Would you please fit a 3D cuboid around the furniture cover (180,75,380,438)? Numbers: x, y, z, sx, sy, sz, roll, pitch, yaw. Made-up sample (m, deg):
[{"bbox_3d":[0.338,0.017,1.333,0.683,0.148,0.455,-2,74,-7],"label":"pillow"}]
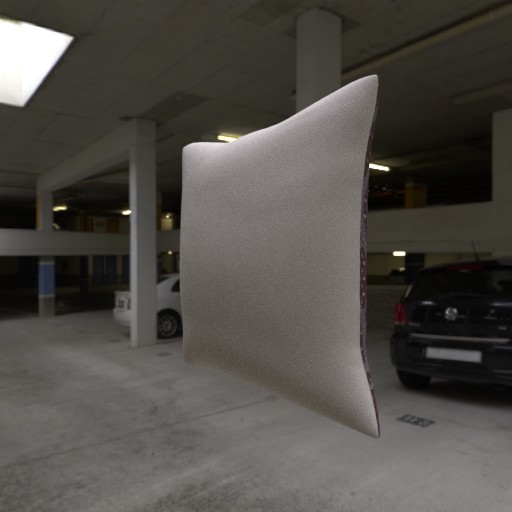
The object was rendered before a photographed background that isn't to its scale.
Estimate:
[{"bbox_3d":[0.000,0.000,0.827,0.193,0.509,0.552,-1,1,-38],"label":"furniture cover"}]
